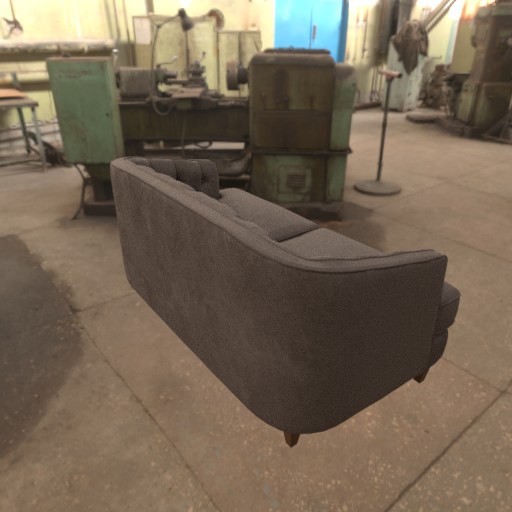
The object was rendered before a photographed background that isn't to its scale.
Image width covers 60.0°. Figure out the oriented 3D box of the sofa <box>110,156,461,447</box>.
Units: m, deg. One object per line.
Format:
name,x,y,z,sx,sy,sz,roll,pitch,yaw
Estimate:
sofa,0.000,0.000,2.238,0.941,0.855,1.733,-19,32,-32
